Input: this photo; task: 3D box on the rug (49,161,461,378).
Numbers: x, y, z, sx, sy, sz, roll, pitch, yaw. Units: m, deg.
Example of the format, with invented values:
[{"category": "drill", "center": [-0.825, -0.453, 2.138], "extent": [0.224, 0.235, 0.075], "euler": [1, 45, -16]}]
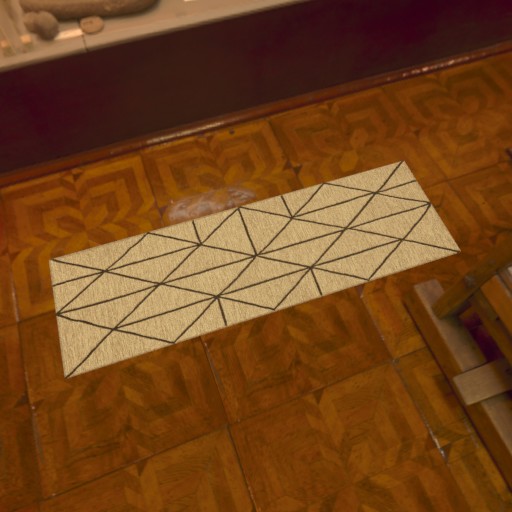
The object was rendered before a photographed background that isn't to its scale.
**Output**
[{"category": "rug", "center": [0.000, 0.000, 2.746], "extent": [2.438, 0.012, 0.762], "euler": [-17, 63, -9]}]
